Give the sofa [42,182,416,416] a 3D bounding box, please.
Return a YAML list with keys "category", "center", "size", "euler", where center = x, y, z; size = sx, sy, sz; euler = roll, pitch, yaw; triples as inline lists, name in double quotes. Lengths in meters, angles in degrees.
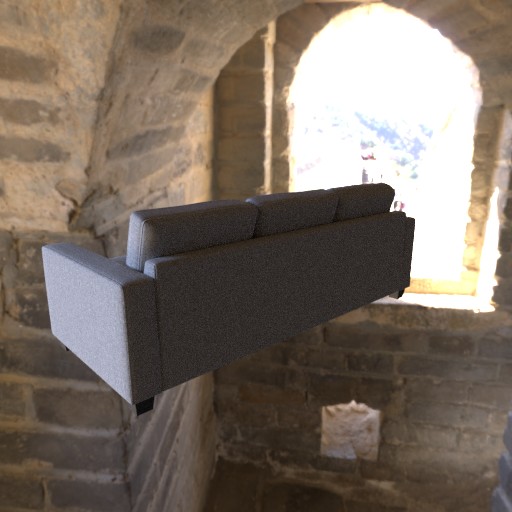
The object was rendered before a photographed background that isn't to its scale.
- category: "sofa"
  center: [0.000, 0.000, 2.623]
  size: [2.120, 0.800, 0.900]
  euler: [-13, 20, -41]
